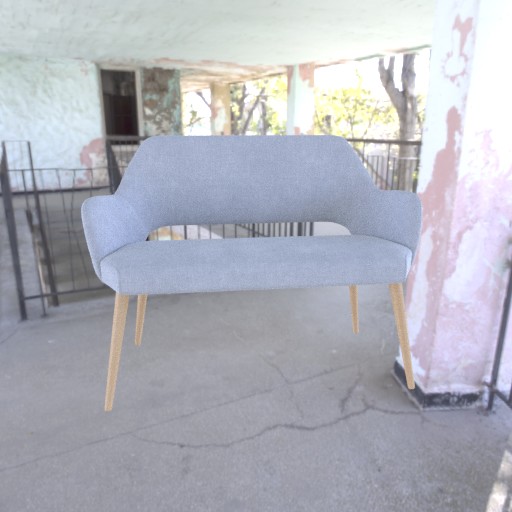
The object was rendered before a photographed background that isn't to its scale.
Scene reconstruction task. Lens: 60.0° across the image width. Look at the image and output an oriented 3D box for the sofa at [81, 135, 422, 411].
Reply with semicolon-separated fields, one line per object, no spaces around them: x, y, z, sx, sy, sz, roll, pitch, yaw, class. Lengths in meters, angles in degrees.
0.000;0.000;1.619;1.150;0.840;0.610;-2;17;-7;sofa
